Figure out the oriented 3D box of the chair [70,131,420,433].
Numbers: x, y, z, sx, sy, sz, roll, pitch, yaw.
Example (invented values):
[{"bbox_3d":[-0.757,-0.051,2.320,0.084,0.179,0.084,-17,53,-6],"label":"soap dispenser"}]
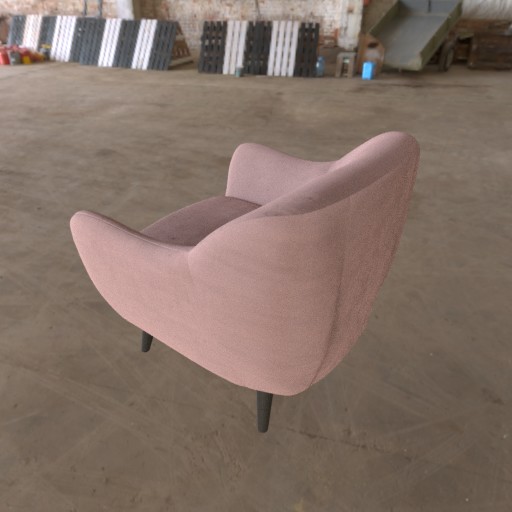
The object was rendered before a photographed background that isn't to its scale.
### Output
[{"bbox_3d":[0.000,0.000,1.459,0.820,0.820,0.840,21,38,30],"label":"chair"}]
